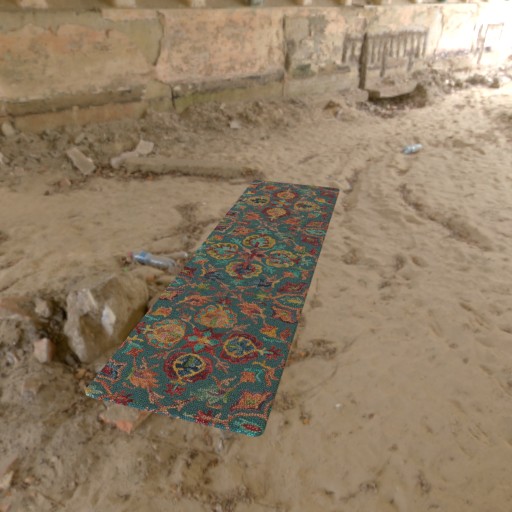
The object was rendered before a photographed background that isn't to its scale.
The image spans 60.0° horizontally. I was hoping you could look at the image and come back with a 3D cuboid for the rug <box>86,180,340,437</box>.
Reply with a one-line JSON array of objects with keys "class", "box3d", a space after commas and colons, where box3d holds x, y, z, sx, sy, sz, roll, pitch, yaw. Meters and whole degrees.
[{"class": "rug", "box3d": [0.000, 0.000, 2.498, 0.686, 0.013, 2.286, 8, 31, 14]}]
